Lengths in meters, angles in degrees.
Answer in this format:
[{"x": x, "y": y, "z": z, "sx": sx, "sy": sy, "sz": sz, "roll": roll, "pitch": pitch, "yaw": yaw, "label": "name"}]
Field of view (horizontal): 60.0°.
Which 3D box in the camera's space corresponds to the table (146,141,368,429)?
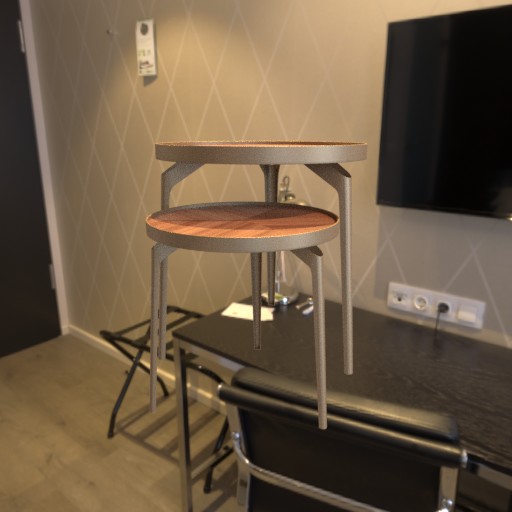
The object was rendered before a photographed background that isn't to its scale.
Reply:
[{"x": 0.000, "y": 0.000, "z": 1.131, "sx": 0.532, "sy": 0.555, "sz": 0.751, "roll": 2, "pitch": 16, "yaw": 8, "label": "table"}]
